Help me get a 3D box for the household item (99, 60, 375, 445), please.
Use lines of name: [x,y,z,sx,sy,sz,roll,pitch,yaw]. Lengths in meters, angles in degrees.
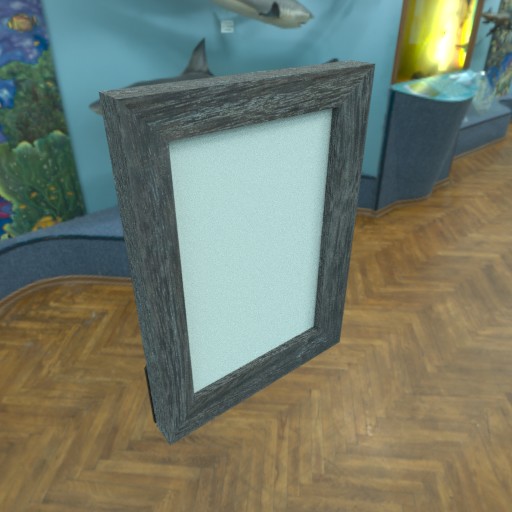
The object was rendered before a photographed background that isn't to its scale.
household item: [0.000,0.000,0.235,0.133,0.180,0.020,-22,37,-32]
